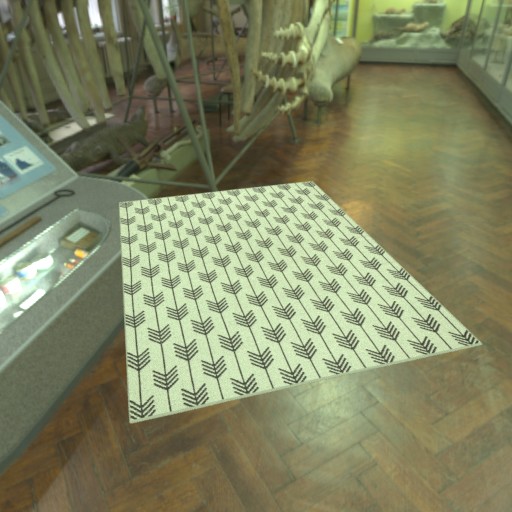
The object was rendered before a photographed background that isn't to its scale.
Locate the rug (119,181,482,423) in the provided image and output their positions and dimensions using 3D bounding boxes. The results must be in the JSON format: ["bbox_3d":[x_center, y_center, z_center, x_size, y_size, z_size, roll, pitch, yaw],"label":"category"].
[{"bbox_3d":[0.000,0.000,3.988,2.330,0.010,3.061,-8,32,-13],"label":"rug"}]
